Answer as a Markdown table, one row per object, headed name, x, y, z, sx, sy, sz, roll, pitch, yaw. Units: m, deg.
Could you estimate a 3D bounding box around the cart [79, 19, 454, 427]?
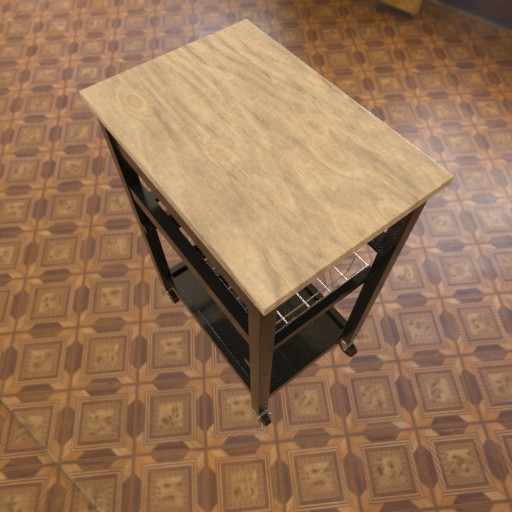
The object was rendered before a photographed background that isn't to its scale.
| name | x | y | z | sx | sy | sz | roll | pitch | yaw |
| --- | --- | --- | --- | --- | --- | --- | --- | --- | --- |
| cart | 0.000 | 0.000 | 1.143 | 0.403 | 0.839 | 0.584 | -33 | 64 | -19 |
